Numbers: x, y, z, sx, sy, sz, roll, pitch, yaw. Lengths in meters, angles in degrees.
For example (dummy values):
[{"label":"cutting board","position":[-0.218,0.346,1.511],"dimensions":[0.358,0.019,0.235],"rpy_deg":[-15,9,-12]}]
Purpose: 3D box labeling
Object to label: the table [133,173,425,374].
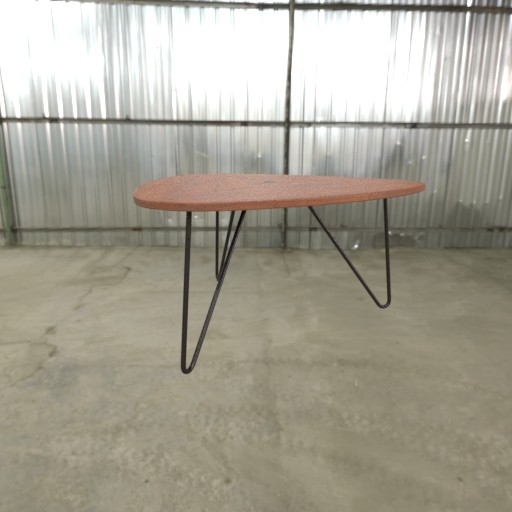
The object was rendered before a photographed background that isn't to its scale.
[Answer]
[{"label":"table","position":[0.000,0.000,1.290],"dimensions":[0.833,0.413,0.821],"rpy_deg":[7,16,26]}]
